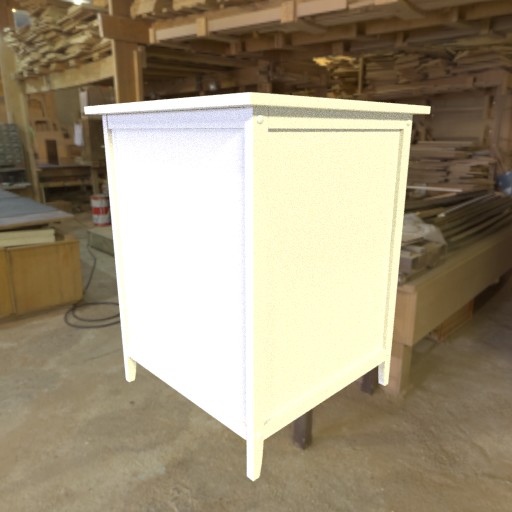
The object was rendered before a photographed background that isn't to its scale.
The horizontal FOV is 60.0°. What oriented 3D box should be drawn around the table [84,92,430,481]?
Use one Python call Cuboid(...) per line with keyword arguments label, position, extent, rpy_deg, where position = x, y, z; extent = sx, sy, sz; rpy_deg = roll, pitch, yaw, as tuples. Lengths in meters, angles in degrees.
Cuboid(label="table", position=(0.000, 0.000, 0.754), extent=(0.381, 0.483, 0.381), rpy_deg=(-15, 21, -42))
